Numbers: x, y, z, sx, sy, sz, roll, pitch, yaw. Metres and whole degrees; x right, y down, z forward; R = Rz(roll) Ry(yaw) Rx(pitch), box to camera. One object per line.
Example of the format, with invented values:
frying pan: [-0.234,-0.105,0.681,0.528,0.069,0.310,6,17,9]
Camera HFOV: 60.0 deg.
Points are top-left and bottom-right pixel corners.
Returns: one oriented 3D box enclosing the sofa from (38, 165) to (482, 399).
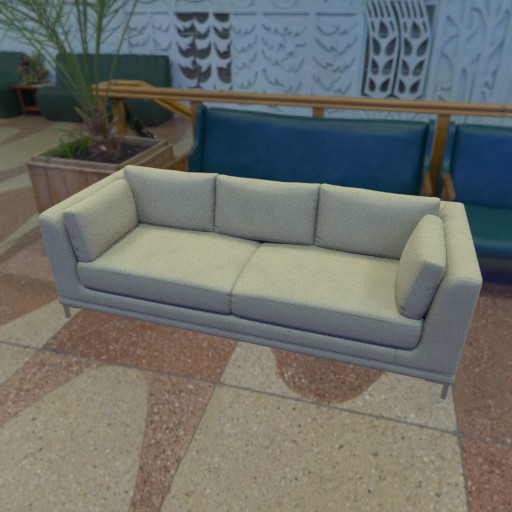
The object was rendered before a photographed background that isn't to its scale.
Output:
sofa: [0.000,0.000,2.823,2.415,0.867,0.969,9,30,15]
